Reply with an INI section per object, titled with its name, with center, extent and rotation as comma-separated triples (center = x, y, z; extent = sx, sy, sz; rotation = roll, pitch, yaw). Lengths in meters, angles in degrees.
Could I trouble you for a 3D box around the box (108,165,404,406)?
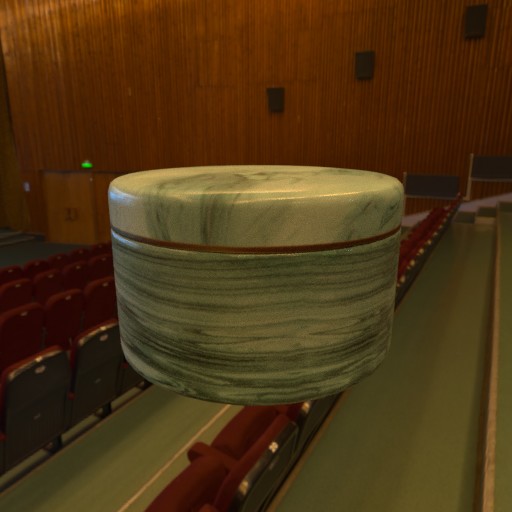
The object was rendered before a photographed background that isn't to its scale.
[box]
center = 0.000, 0.000, 0.166
extent = 0.101, 0.063, 0.101
rotation = 0, 16, 0
